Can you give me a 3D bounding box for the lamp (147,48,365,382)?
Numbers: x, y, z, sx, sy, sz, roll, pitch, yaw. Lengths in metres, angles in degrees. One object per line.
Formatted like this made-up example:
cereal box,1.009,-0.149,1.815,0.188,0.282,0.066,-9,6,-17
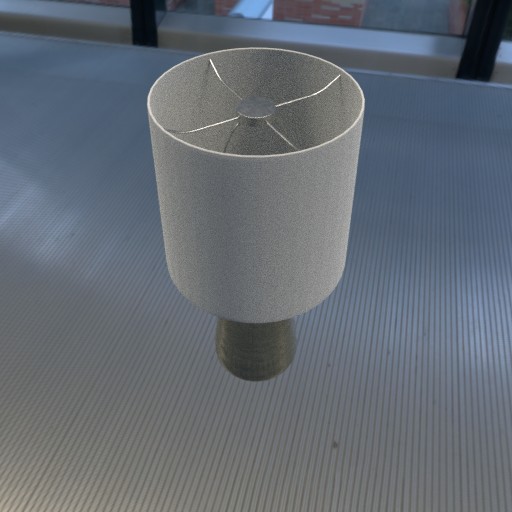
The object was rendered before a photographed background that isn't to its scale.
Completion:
lamp,0.000,0.000,0.474,0.186,0.369,0.186,0,48,0
